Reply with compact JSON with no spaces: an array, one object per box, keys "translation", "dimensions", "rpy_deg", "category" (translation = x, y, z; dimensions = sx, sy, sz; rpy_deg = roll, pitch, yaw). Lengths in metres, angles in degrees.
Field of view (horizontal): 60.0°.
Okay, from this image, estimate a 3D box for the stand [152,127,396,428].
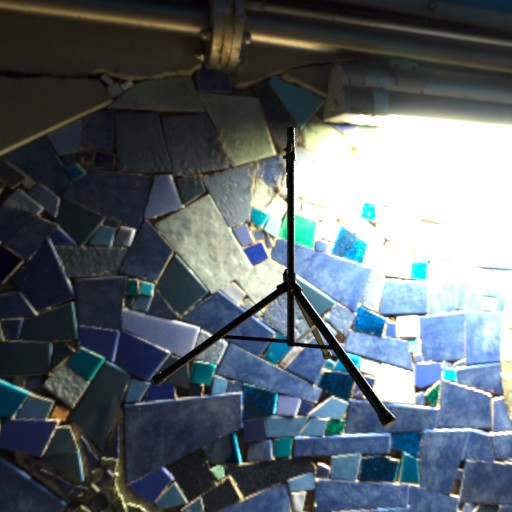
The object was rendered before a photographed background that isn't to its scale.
[{"translation":[0.000,0.000,1.951],"dimensions":[0.907,1.136,1.045],"rpy_deg":[0,0,-1],"category":"stand"}]
